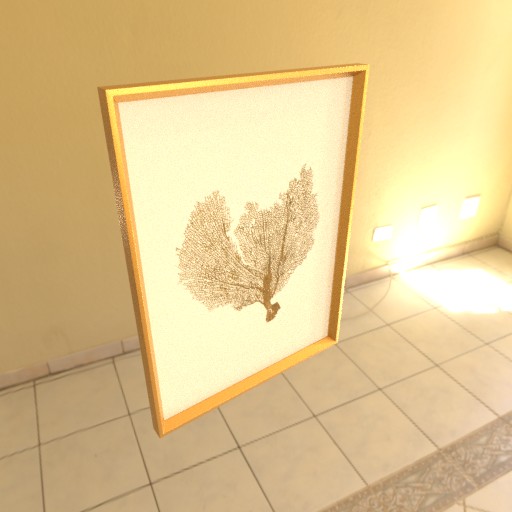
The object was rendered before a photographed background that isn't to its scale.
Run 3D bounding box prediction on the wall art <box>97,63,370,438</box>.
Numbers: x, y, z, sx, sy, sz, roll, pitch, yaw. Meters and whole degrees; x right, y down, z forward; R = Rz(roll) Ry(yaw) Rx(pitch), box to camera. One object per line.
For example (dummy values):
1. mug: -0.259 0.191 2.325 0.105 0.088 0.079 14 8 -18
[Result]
1. wall art: 0.000 0.000 1.060 0.610 0.812 0.038 -19 35 -31
